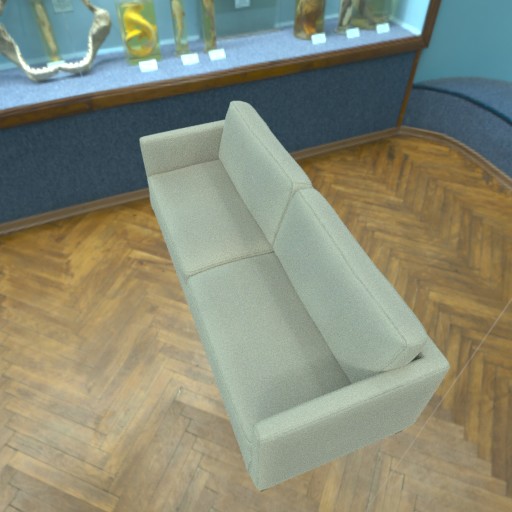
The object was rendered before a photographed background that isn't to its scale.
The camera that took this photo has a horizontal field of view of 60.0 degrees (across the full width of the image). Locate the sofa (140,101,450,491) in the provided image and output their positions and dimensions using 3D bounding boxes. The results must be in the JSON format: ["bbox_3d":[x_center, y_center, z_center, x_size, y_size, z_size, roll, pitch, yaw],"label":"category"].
[{"bbox_3d":[0.000,0.000,2.766,0.951,0.968,2.361,-16,49,-15],"label":"sofa"}]
